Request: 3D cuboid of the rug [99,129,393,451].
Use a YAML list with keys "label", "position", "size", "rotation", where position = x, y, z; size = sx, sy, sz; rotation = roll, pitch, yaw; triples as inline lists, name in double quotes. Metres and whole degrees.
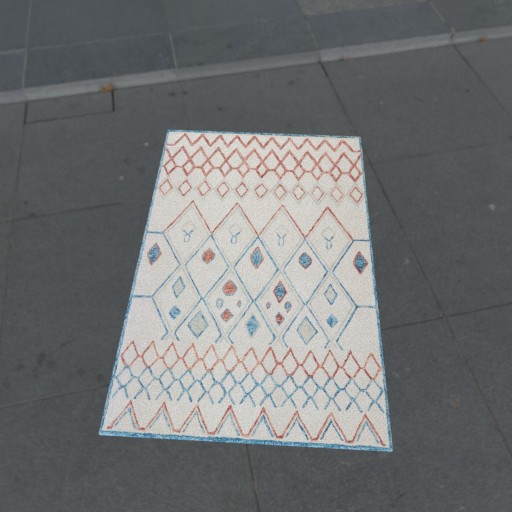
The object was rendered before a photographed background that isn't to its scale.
- label: "rug"
  position: [0.000, 0.000, 2.317]
  size: [1.219, 0.016, 1.829]
  rotation: [3, 58, 2]
